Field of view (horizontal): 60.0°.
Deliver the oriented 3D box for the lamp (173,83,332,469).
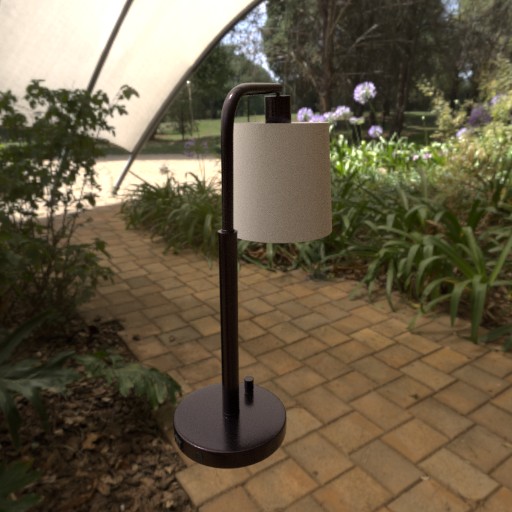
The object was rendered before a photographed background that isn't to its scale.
[{"bbox_3d":[0.000,0.000,0.657,0.171,0.489,0.333,8,19,26],"label":"lamp"}]
